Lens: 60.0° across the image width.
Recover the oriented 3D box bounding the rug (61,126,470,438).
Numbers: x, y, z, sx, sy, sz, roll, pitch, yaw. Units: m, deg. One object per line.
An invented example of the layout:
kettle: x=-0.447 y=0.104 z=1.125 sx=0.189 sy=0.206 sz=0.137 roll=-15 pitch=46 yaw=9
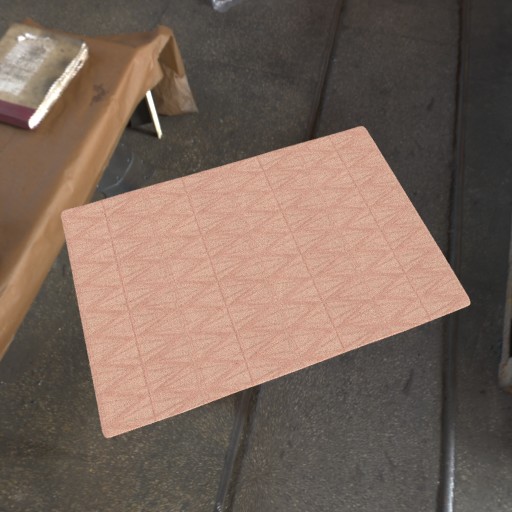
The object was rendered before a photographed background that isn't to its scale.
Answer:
rug: x=0.000 y=0.000 z=3.001 sx=2.390 sy=0.015 sz=1.609 roll=-18 pitch=65 yaw=-9
